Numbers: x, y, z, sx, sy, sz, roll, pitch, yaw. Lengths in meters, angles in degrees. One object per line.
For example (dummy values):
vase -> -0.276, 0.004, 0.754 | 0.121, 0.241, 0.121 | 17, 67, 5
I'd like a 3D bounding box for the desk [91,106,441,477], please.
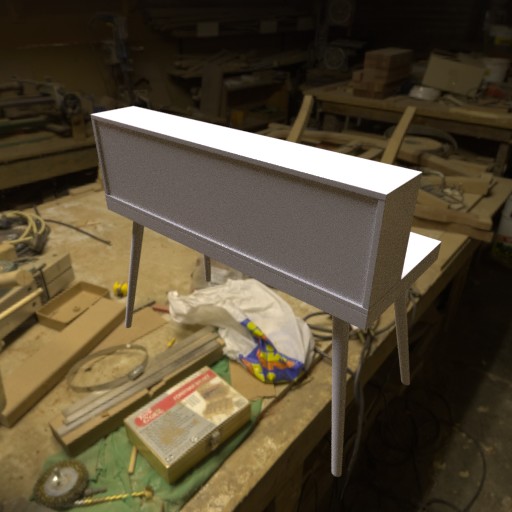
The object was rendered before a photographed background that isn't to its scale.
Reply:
desk -> 0.000, 0.000, 1.728 | 1.199, 0.990, 0.559 | 23, 37, 34
